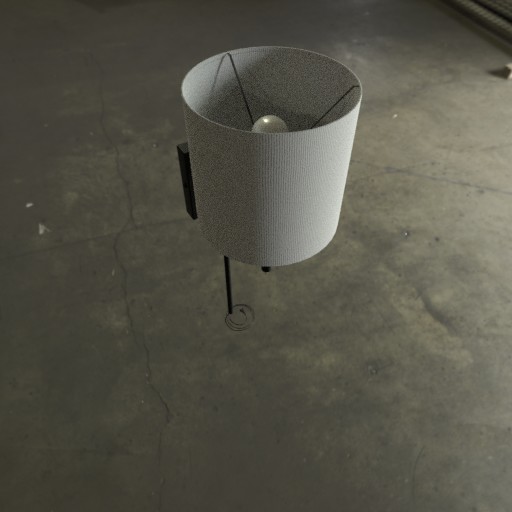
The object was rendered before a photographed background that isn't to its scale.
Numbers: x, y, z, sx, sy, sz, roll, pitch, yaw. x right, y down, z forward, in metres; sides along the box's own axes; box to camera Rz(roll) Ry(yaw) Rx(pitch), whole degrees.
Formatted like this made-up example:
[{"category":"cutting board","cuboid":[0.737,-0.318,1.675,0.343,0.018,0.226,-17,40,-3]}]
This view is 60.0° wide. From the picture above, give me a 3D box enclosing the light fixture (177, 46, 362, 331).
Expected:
[{"category":"light fixture","cuboid":[0.000,0.000,0.698,0.188,0.589,0.248,-25,52,-21]}]
